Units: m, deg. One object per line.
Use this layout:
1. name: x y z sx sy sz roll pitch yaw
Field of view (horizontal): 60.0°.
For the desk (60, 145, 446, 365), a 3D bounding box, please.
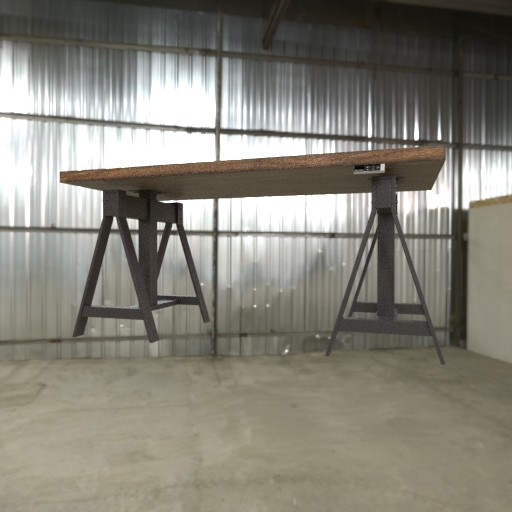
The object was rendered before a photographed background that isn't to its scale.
1. desk: 0.000 0.000 2.012 1.543 0.725 0.784 0 1 18
